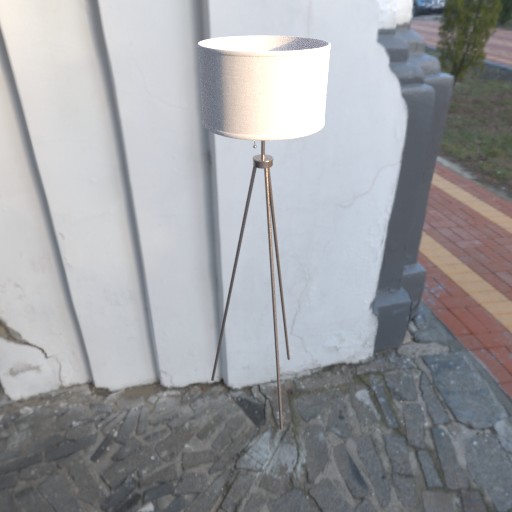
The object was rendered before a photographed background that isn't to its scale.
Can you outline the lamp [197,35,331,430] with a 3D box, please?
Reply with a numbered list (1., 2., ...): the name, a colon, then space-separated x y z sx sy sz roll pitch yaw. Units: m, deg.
1. lamp: 0.000 0.000 1.771 0.458 1.545 0.448 2 32 3
